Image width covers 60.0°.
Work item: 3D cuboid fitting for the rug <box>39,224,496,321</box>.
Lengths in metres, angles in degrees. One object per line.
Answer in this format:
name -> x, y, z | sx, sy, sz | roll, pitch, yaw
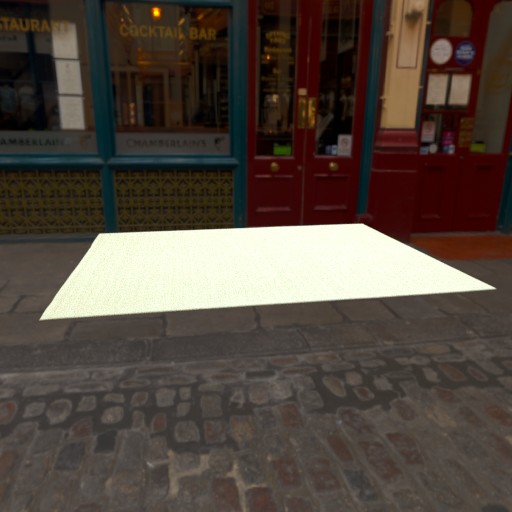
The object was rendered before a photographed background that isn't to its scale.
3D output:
rug -> 0.000, 0.000, 4.188 | 3.204, 0.016, 2.452 | -3, 16, -10
